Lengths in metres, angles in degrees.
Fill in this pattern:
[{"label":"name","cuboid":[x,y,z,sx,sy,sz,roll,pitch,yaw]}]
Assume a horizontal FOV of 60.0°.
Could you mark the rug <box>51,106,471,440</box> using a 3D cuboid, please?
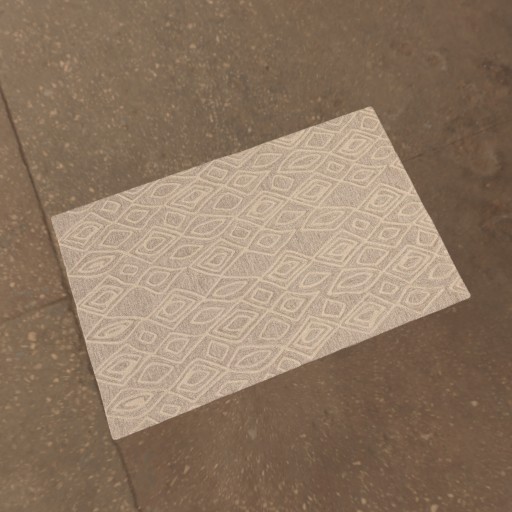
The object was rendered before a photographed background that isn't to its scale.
[{"label":"rug","cuboid":[0.000,0.000,2.979,2.442,0.010,1.546,-20,75,-6]}]
